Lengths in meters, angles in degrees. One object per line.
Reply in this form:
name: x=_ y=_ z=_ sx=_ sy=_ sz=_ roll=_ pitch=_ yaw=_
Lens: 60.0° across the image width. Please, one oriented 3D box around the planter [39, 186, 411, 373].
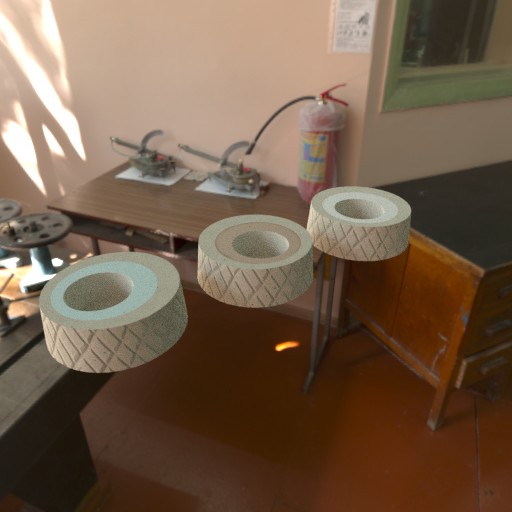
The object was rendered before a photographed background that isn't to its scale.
planter: x=0.000 y=0.000 z=0.428 sx=0.390 sy=0.038 sz=0.114 roll=-19 pitch=36 yaw=-29
